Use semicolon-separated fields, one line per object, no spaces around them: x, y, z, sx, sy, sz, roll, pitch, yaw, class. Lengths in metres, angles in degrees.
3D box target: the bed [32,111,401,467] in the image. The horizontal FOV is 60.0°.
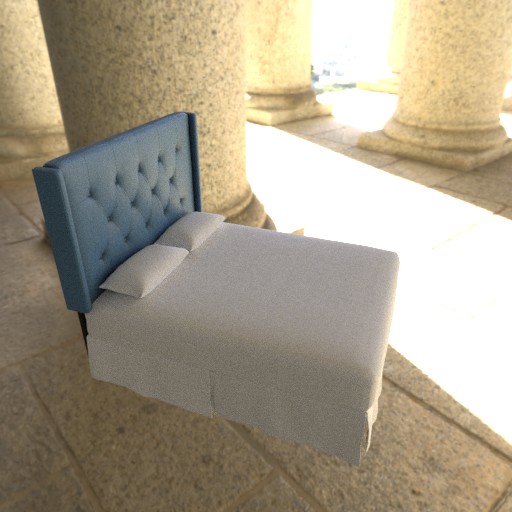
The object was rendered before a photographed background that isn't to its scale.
0.000;0.000;3.281;2.078;1.665;1.719;10;31;18;bed
